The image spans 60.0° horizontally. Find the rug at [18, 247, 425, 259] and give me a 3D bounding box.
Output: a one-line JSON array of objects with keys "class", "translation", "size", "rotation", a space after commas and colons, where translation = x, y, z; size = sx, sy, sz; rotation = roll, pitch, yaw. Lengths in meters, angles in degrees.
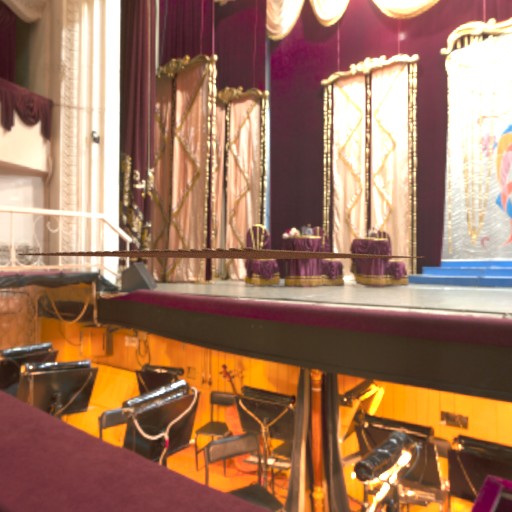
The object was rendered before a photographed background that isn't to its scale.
[{"class": "rug", "translation": [0.000, 0.000, 3.786], "size": [2.030, 0.017, 3.040], "rotation": [-1, -1, 35]}]
